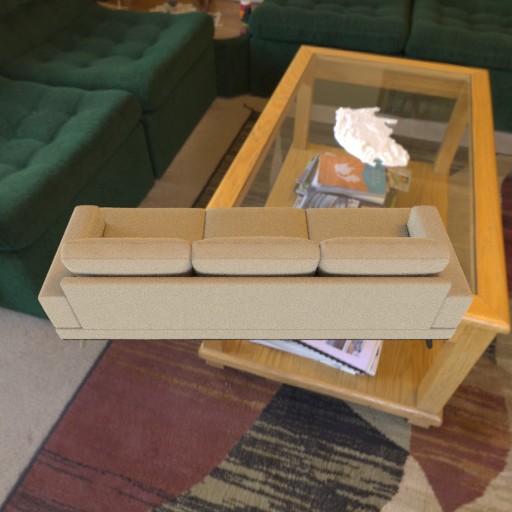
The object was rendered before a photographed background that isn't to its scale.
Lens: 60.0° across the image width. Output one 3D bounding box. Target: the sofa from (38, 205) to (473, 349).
[{"bbox_3d":[0.000,0.000,2.747,2.310,0.810,0.920,0,48,0],"label":"sofa"}]
